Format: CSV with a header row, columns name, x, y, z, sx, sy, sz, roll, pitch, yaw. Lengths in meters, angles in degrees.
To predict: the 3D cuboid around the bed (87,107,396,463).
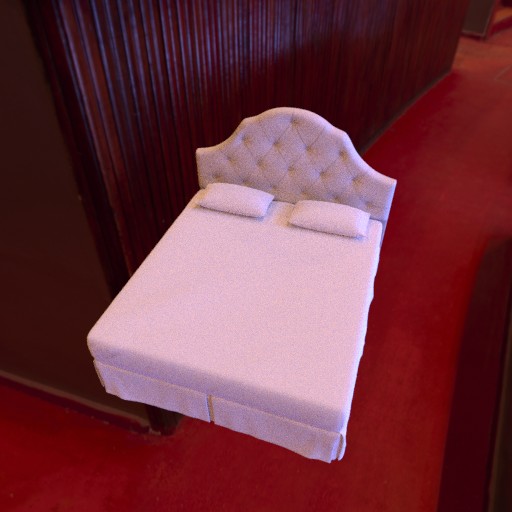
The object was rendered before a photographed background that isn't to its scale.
name,x,y,z,sx,sy,sz,roll,pitch,yaw
bed,0.000,0.000,3.619,2.008,1.615,2.214,12,43,14
